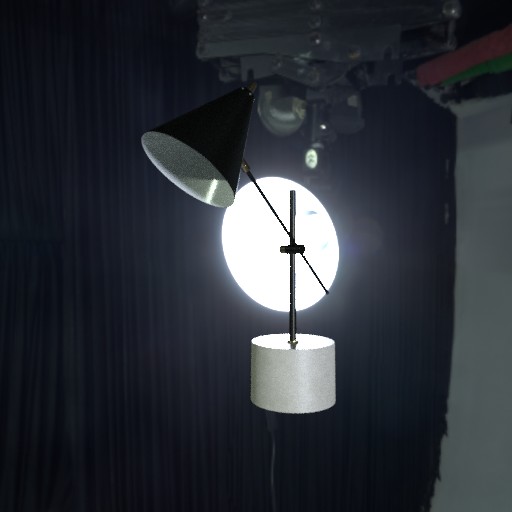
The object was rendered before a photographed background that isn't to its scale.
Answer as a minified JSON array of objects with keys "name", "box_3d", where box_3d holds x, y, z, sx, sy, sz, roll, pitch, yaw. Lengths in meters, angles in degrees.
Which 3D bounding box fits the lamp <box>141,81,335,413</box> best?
[{"name":"lamp","box_3d":[0.000,0.000,0.720,0.403,0.518,0.214,0,-1,-36]}]
